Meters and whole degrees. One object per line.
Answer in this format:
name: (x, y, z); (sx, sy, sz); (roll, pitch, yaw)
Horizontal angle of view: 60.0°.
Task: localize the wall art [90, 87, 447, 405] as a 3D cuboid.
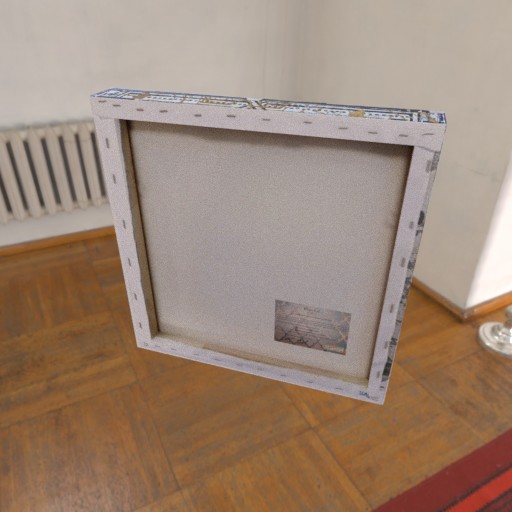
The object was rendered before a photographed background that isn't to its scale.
wall art: (0.000, 0.000, 0.456); (0.302, 0.306, 0.038); (9, 33, 15)
